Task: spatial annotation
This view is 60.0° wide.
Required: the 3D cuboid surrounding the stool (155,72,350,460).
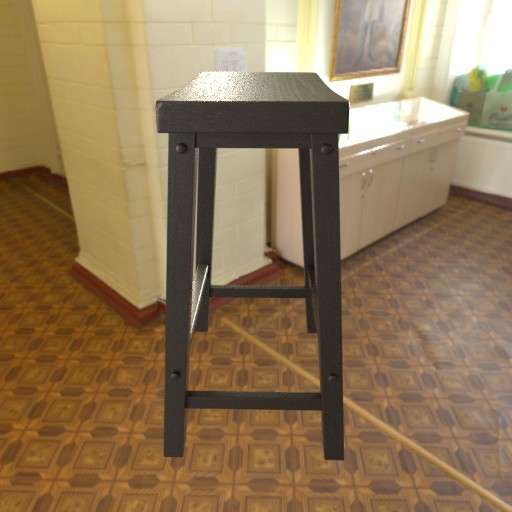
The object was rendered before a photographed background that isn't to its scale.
[{"bbox_3d":[0.000,0.000,0.834,0.322,0.610,0.406,1,27,1],"label":"stool"}]
